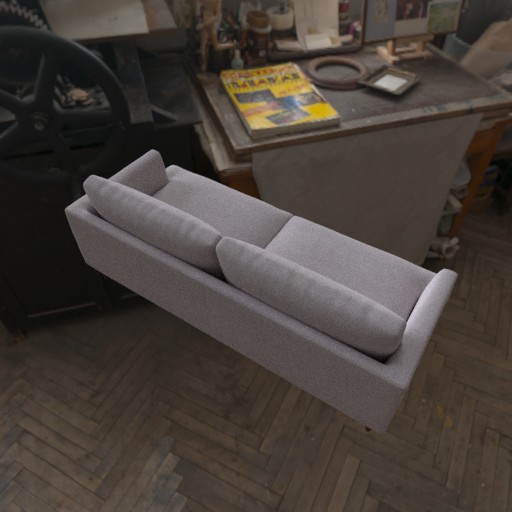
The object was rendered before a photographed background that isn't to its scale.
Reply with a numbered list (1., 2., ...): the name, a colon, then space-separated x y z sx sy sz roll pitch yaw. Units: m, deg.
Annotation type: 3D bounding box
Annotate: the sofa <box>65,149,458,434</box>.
1. sofa: 0.000 0.000 2.811 2.250 0.868 1.020 25 51 22
